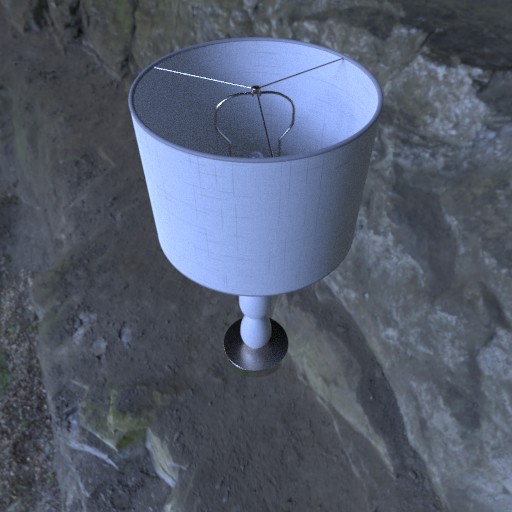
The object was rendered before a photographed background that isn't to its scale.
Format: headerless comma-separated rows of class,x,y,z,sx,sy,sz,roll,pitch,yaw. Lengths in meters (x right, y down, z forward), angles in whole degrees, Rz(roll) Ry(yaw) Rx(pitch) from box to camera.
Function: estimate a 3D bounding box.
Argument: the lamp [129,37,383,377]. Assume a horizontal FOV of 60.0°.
lamp,0.000,0.000,0.701,0.282,0.559,0.280,-5,48,-4
